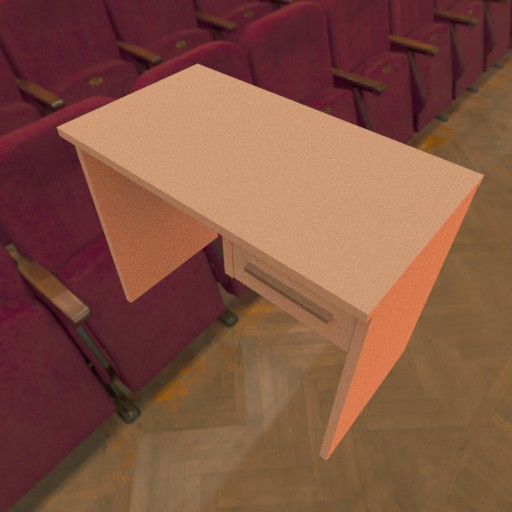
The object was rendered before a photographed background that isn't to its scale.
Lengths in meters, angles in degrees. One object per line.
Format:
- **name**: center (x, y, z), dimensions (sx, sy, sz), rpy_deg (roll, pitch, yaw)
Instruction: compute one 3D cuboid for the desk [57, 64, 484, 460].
- **desk**: center (0.000, 0.000, 1.313), dimensions (0.900, 0.729, 0.498), rpy_deg (32, 54, 27)
